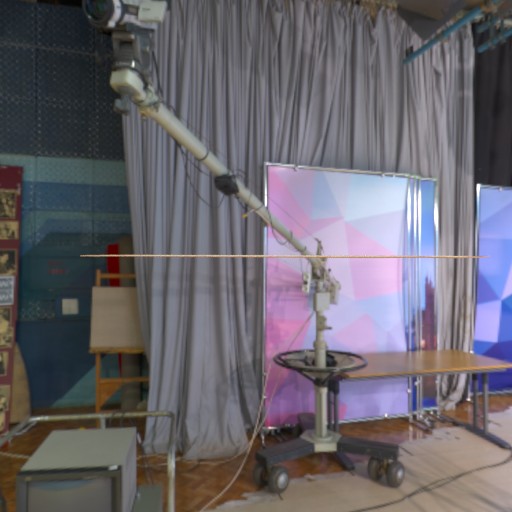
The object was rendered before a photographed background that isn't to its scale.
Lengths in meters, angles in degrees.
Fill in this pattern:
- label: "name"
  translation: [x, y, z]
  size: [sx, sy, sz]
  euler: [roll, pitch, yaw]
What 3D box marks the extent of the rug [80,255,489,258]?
- label: "rug"
  translation: [0.000, 0.000, 2.703]
  size: [2.444, 0.010, 0.799]
  euler: [0, 0, 35]
